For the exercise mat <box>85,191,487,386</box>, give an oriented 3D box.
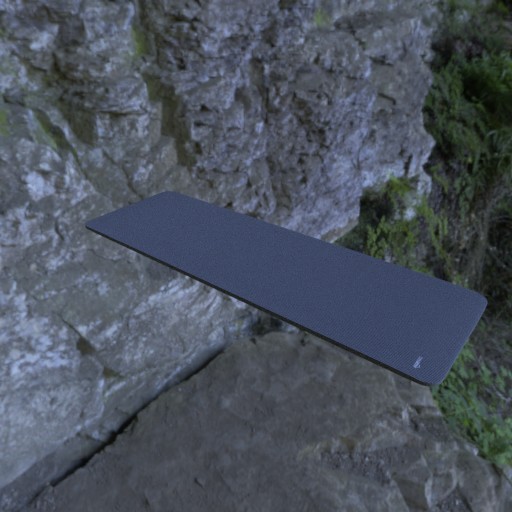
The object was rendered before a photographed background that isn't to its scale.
[{"bbox_3d":[0.000,0.000,2.052,1.884,0.021,0.616,21,36,32],"label":"exercise mat"}]
